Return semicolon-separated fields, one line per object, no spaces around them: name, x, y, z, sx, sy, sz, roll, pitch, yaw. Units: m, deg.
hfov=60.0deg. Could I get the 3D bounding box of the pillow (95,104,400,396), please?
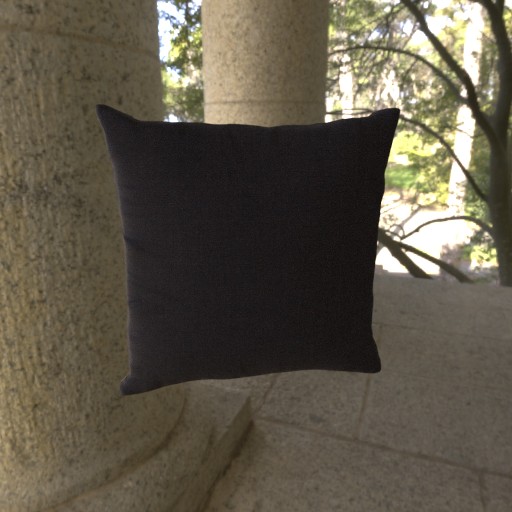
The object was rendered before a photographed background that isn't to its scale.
pillow;0.000;0.000;0.672;0.432;0.432;0.139;-2;16;-9
